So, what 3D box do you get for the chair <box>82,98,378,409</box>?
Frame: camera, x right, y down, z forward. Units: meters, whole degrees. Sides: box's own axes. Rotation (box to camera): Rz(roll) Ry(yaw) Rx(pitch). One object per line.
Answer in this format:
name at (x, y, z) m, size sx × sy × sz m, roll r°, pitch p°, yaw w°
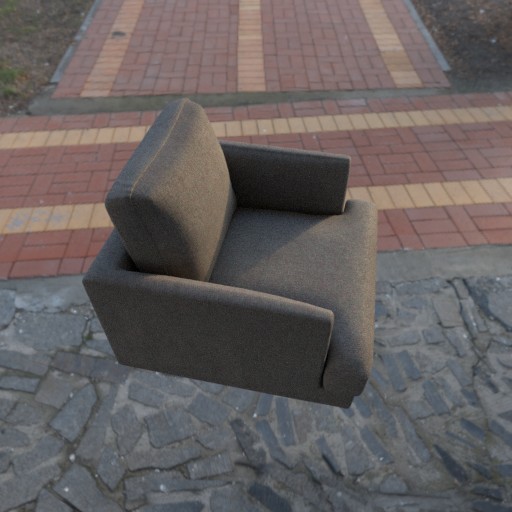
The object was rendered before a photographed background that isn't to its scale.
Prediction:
chair at (0.000, 0.000, 1.676) m, size 0.899 × 0.957 × 0.858 m, roll 9°, pitch 48°, yaw 8°
